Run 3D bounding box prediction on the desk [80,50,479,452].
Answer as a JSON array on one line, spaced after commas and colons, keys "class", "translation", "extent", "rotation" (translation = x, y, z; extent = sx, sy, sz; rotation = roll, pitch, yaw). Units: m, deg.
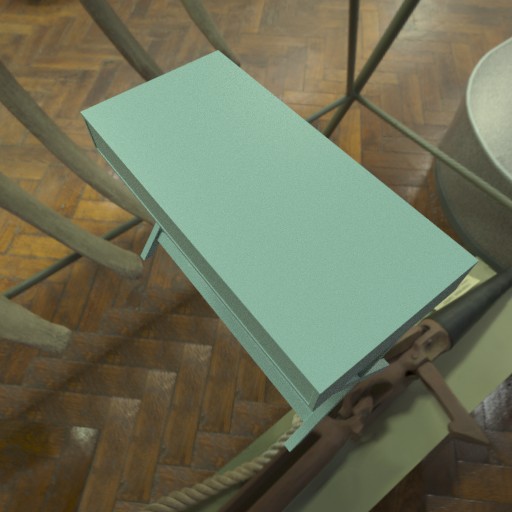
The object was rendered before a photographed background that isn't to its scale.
[{"class": "desk", "translation": [0.000, 0.000, 1.510], "extent": [0.509, 0.780, 1.059], "rotation": [-33, 63, -19]}]
